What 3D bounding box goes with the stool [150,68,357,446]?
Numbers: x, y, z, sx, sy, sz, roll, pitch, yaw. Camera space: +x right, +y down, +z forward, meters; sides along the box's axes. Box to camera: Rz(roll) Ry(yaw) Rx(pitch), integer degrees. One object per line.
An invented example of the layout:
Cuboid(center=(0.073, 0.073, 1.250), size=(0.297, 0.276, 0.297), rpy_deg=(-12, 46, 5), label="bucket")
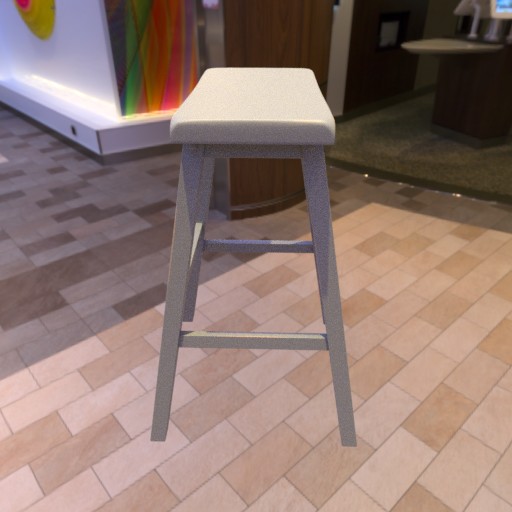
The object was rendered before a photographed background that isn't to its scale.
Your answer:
Cuboid(center=(0.000, 0.000, 1.019), size=(0.476, 0.737, 0.457), rpy_deg=(1, 32, 1), label="stool")
